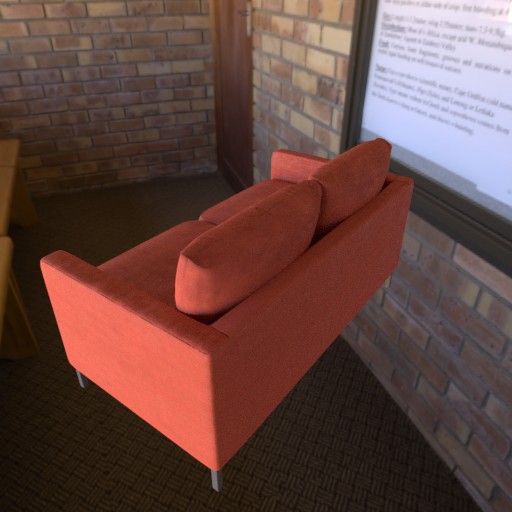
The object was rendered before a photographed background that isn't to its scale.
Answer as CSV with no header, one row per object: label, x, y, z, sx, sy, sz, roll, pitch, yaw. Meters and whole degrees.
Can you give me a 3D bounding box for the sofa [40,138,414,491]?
sofa,0.000,0.000,2.041,0.864,0.896,1.574,22,39,30
